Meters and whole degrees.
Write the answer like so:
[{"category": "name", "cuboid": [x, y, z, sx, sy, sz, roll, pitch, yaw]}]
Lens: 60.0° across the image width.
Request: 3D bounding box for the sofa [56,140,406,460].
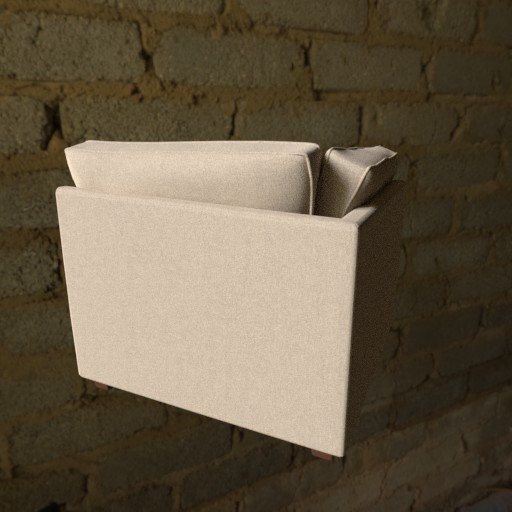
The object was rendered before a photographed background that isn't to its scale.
[{"category": "sofa", "cuboid": [0.000, 0.000, 1.814, 1.042, 0.937, 1.050, 7, 18, 24]}]
